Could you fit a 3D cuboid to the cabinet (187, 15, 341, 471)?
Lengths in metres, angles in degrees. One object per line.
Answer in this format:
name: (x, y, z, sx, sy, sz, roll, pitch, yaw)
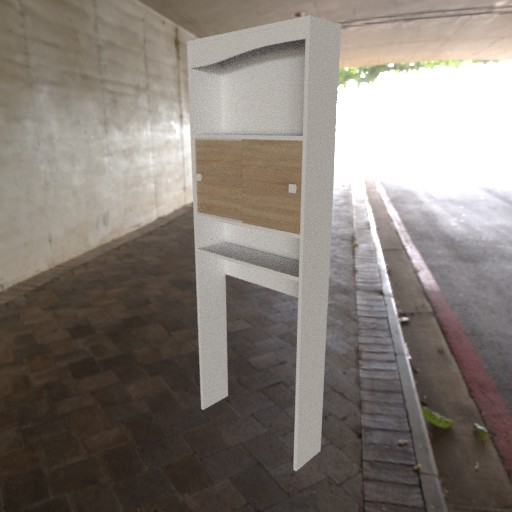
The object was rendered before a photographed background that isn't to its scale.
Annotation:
cabinet: (0.000, 0.000, 1.938, 0.643, 1.770, 0.192, 15, 22, 42)
